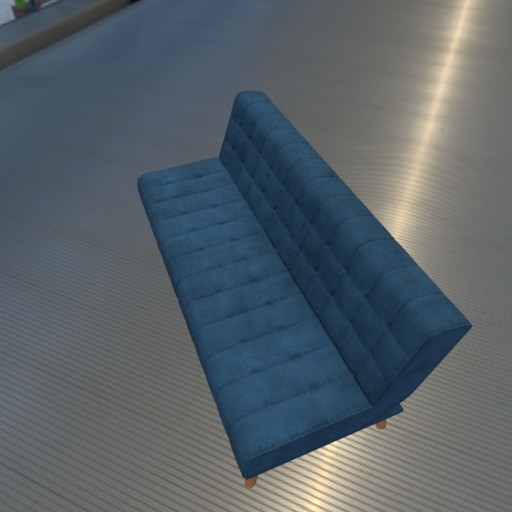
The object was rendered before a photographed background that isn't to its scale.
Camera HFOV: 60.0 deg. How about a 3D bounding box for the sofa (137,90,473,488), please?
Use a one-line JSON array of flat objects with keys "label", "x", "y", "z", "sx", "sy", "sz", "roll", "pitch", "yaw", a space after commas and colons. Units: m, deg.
[{"label": "sofa", "x": 0.000, "y": 0.000, "z": 2.227, "sx": 0.855, "sy": 0.813, "sz": 1.804, "roll": -17, "pitch": 49, "yaw": -15}]
